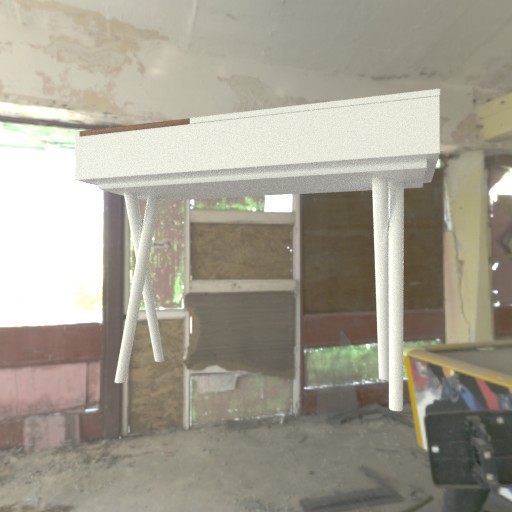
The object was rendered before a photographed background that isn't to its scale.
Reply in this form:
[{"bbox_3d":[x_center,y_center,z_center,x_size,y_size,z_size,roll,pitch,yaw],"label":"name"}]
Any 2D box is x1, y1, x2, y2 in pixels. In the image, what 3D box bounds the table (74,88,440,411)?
[{"bbox_3d":[0.000,0.000,1.415,1.066,0.785,0.418,0,-1,19],"label":"table"}]
